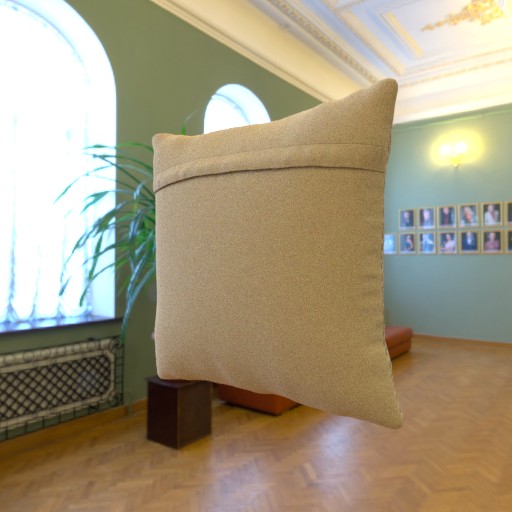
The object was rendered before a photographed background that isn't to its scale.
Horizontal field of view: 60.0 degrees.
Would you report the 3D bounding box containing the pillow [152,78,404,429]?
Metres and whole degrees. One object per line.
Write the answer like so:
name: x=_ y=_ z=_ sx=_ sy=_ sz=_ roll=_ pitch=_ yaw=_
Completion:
pillow: x=0.000 y=0.000 z=0.705 sx=0.459 sy=0.458 sz=0.181 roll=-1 pitch=-1 yaw=35
